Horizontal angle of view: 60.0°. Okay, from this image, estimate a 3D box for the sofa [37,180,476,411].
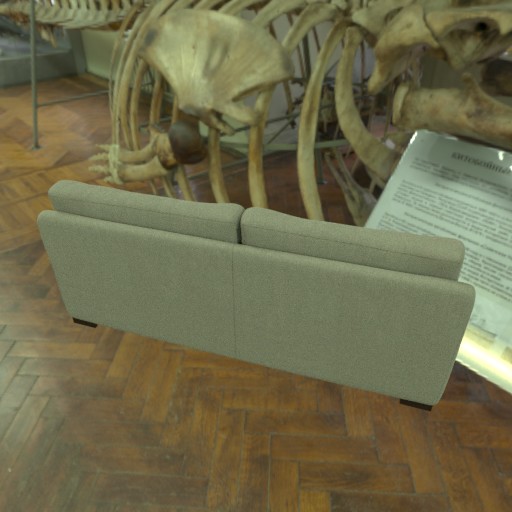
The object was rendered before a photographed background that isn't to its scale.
[{"bbox_3d":[0.000,0.000,2.765,2.354,0.980,0.962,10,35,15],"label":"sofa"}]
